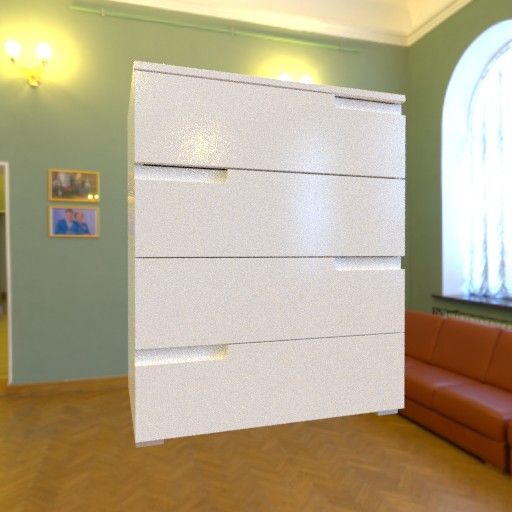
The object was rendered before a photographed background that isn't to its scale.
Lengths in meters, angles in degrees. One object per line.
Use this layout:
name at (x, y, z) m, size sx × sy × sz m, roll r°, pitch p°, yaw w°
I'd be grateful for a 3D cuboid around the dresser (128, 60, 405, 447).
dresser at (0.000, 0.000, 1.194) m, size 0.650 × 0.800 × 0.400 m, roll 0°, pitch 1°, yaw -18°
